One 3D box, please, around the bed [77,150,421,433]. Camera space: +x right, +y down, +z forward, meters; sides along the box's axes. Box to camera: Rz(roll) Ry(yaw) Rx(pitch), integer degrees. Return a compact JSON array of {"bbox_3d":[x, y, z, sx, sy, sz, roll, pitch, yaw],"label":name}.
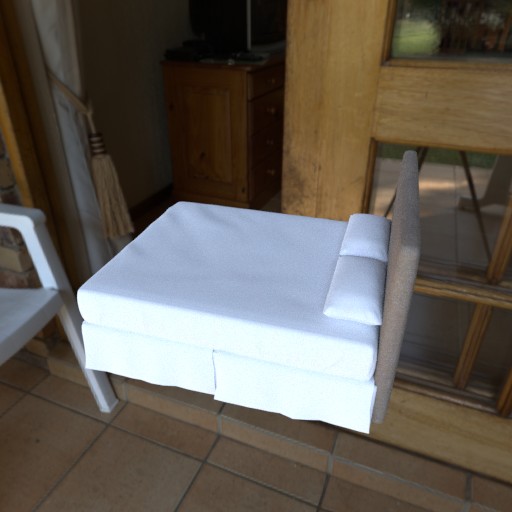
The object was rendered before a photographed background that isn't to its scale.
[{"bbox_3d":[0.000,0.000,3.336,2.142,1.330,1.723,9,31,15],"label":"bed"}]
